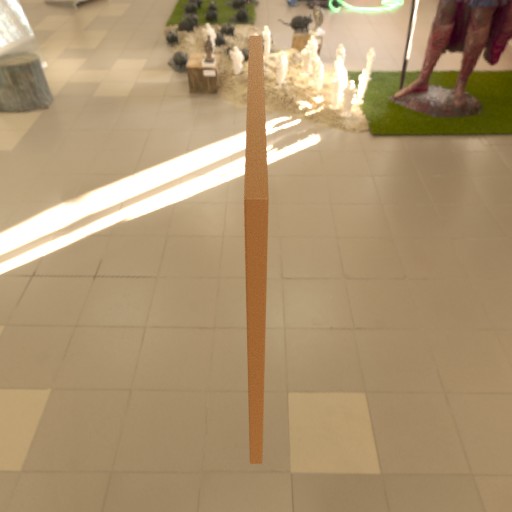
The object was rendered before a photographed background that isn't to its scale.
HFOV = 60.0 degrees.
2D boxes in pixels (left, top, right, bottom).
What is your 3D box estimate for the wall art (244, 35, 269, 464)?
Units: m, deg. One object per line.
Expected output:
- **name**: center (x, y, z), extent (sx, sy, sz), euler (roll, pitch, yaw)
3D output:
- **wall art**: center (0.000, 0.000, 0.505), extent (0.015, 0.379, 0.310), euler (0, 43, 0)
